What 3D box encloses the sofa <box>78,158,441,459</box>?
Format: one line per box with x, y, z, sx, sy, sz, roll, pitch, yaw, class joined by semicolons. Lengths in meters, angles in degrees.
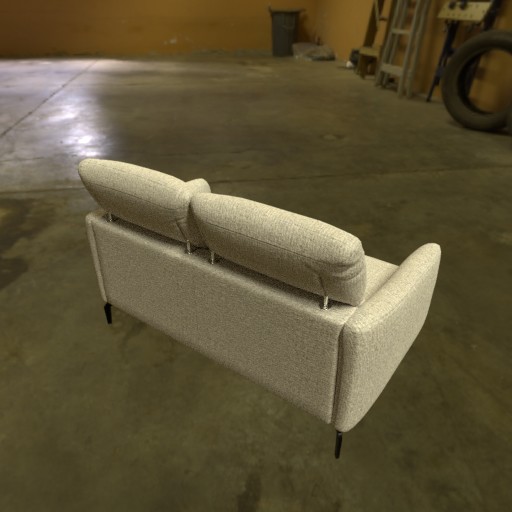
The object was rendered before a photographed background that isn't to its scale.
0.000;0.000;2.141;1.540;0.950;0.905;20;36;31;sofa
